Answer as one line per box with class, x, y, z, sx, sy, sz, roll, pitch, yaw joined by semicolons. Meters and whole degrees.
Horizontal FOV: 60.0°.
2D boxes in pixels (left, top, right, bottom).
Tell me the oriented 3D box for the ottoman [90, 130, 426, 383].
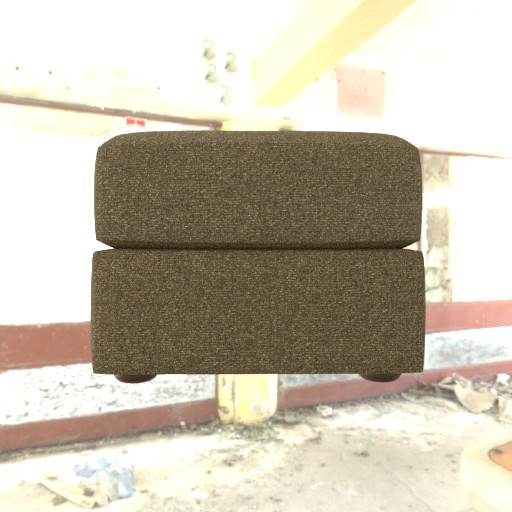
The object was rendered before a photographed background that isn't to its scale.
ottoman;0.000;0.000;1.119;0.598;0.476;0.742;0;0;-1
